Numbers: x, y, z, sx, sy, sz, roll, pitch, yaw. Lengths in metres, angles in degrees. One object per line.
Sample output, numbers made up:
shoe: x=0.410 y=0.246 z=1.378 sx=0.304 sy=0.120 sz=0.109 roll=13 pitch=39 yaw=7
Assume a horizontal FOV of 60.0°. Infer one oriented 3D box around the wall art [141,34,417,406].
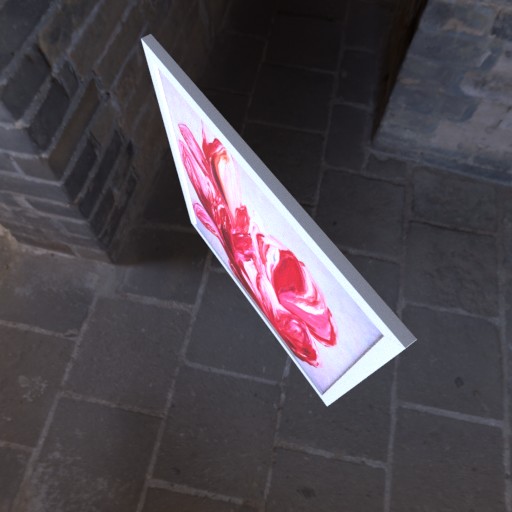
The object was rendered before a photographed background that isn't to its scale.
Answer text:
wall art: x=0.000 y=0.000 z=0.961 sx=0.020 sy=0.661 sz=0.664 roll=-33 pitch=70 yaw=-14
